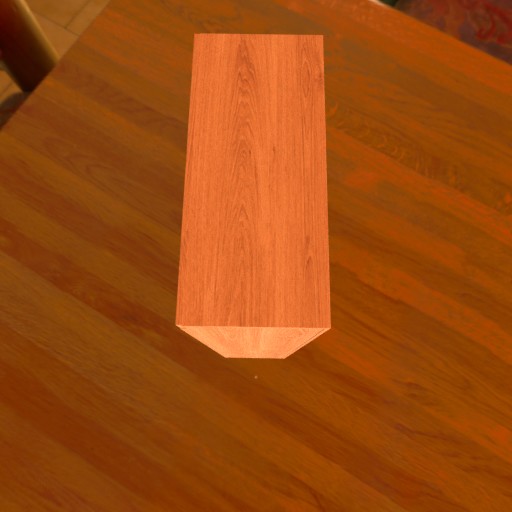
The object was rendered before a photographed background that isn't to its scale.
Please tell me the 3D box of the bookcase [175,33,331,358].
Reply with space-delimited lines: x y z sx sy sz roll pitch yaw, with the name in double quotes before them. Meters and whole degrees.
"bookcase" 0.000 0.000 2.296 0.420 2.020 0.950 1 75 0
